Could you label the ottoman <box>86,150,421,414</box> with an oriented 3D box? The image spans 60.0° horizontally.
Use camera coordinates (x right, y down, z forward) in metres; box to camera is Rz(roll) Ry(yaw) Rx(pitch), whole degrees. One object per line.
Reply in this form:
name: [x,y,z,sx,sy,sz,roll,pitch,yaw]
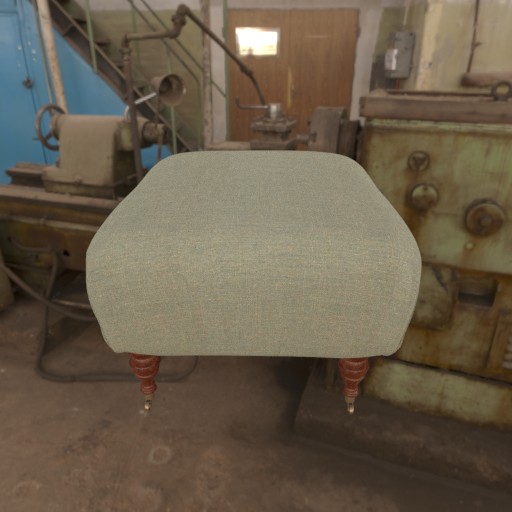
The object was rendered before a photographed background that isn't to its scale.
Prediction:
ottoman: [0.000,0.000,1.133,0.622,0.450,0.747,1,25,1]
